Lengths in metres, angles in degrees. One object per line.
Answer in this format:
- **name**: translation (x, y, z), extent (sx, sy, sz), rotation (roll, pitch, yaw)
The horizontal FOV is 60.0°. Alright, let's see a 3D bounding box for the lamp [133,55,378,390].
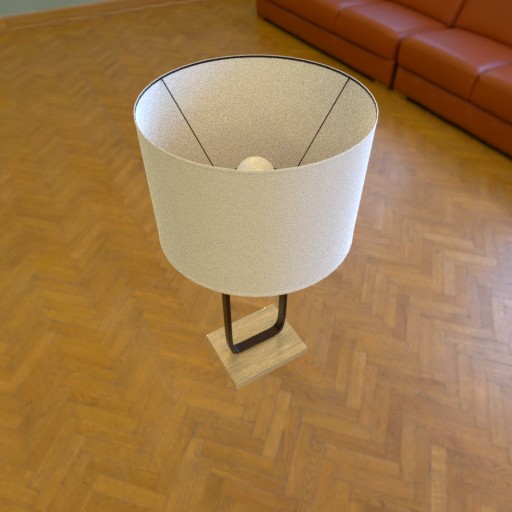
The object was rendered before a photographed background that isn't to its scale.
- **lamp**: translation (0.000, 0.000, 0.694), extent (0.279, 0.508, 0.279), rotation (-23, 49, -21)
